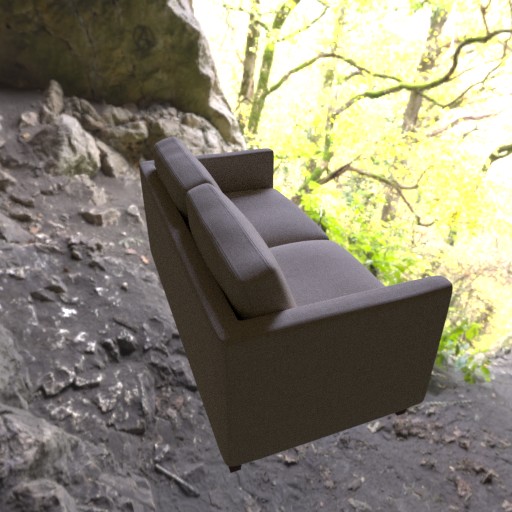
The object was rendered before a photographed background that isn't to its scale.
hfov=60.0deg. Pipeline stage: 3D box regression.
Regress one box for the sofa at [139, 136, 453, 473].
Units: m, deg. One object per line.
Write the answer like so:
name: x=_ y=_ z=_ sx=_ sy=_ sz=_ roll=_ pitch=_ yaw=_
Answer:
sofa: x=0.000 y=0.000 z=2.398 sx=0.951 sy=0.947 sz=1.884 roll=-11 pitch=32 yaw=-18
